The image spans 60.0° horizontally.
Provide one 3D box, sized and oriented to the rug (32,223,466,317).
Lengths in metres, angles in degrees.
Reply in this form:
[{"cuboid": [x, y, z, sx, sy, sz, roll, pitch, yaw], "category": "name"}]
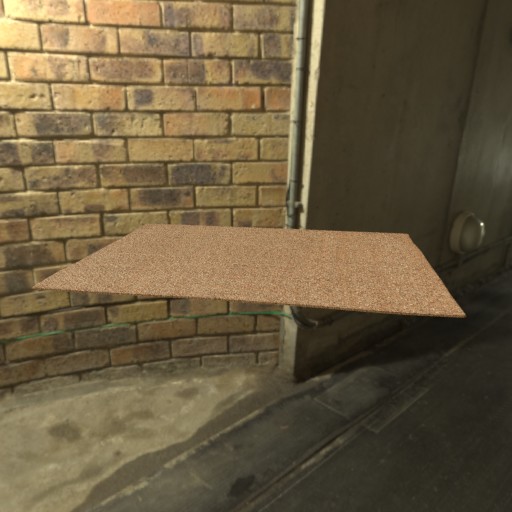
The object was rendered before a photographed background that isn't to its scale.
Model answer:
[{"cuboid": [0.000, 0.000, 2.855, 2.141, 0.013, 1.566, 3, 17, 9], "category": "rug"}]
